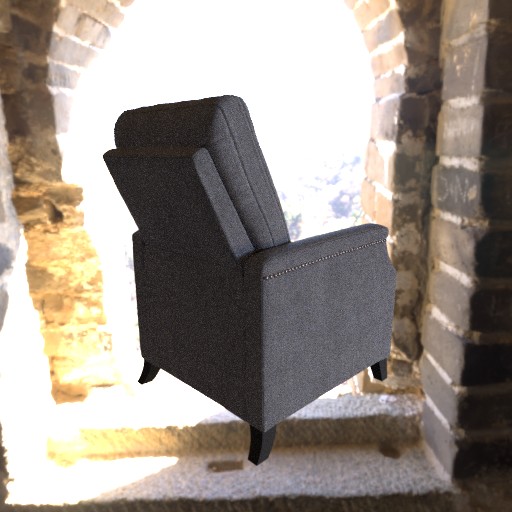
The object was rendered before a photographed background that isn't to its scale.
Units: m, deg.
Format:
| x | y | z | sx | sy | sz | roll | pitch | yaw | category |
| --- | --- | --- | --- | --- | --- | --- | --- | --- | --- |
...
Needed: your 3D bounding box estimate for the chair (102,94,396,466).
| x | y | z | sx | sy | sz | roll | pitch | yaw | category |
| --- | --- | --- | --- | --- | --- | --- | --- | --- | --- |
| 0.000 | 0.000 | 1.650 | 0.922 | 1.049 | 0.710 | -13 | 18 | -43 | chair |
